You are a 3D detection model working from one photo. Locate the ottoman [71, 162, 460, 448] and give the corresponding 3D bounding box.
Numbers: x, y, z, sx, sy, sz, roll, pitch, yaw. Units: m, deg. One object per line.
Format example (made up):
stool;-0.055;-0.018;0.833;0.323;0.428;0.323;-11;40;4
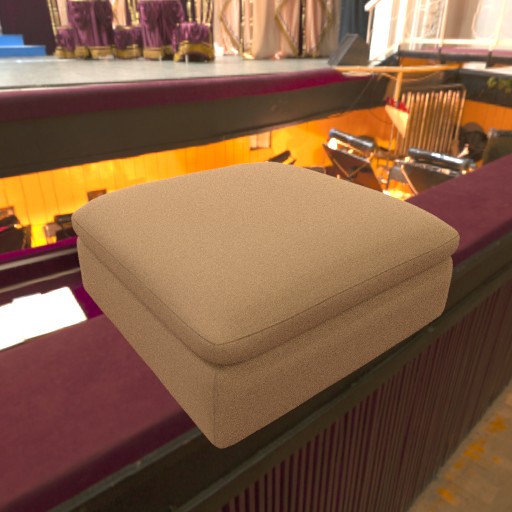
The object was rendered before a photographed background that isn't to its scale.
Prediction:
ottoman;0.000;0.000;1.550;0.977;0.467;0.996;-19;33;-33
